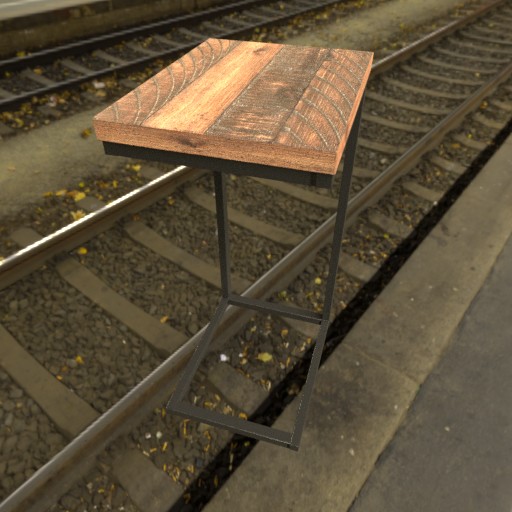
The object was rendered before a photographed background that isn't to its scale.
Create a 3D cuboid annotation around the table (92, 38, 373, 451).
[{"bbox_3d":[0.000,0.000,0.922,0.323,0.718,0.414,11,41,13],"label":"table"}]
